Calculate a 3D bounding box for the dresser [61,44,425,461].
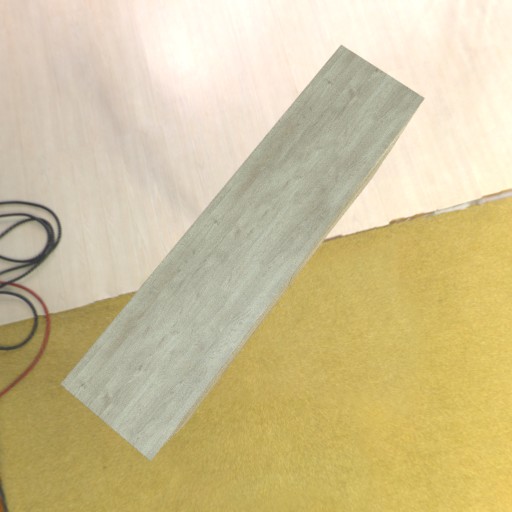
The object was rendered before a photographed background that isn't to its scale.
[{"bbox_3d":[0.000,0.000,1.932,0.390,0.795,1.590,36,80,8],"label":"dresser"}]
